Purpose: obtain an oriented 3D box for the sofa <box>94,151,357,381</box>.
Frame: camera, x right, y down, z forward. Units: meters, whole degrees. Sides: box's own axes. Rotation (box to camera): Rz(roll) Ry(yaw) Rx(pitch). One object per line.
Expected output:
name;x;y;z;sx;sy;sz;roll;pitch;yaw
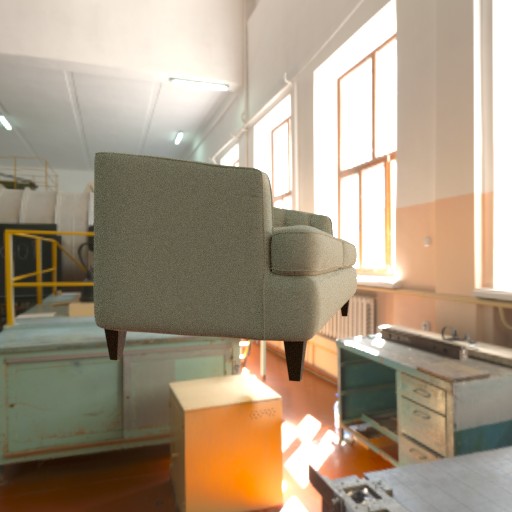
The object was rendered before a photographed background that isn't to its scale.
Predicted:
sofa;0.000;0.000;2.267;0.941;0.855;1.733;0;0;17
